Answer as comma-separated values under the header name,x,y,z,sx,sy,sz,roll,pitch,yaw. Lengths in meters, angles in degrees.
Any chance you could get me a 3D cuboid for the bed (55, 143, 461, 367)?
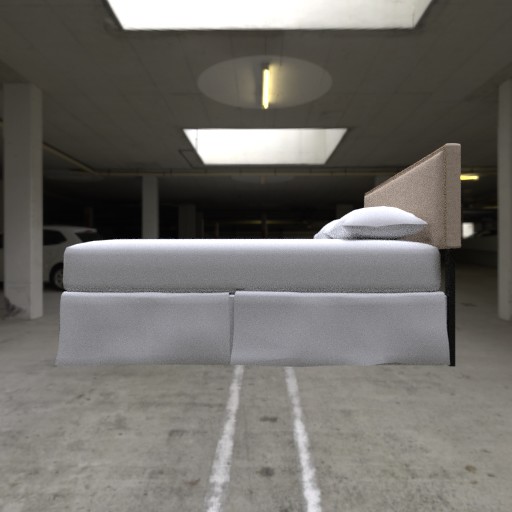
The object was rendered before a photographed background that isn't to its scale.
name,x,y,z,sx,sy,sz,roll,pitch,yaw
bed,0.000,0.000,2.805,1.876,1.016,1.616,0,0,1
